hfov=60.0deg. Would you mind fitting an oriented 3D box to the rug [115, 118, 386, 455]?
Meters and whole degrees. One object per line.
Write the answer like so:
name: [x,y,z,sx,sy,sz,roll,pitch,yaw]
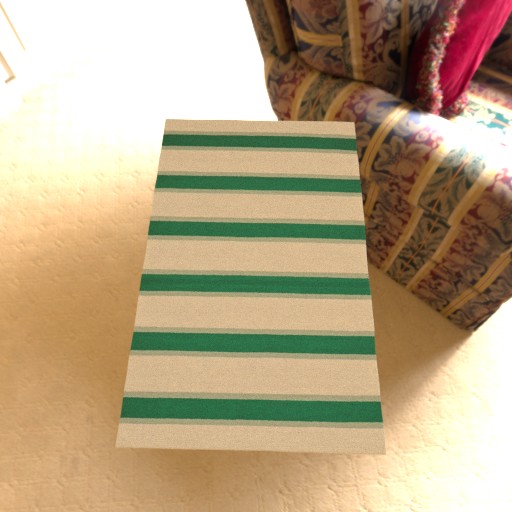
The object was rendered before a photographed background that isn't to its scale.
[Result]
rug: [0.000,0.000,3.019,1.521,0.015,2.436,1,64,1]
